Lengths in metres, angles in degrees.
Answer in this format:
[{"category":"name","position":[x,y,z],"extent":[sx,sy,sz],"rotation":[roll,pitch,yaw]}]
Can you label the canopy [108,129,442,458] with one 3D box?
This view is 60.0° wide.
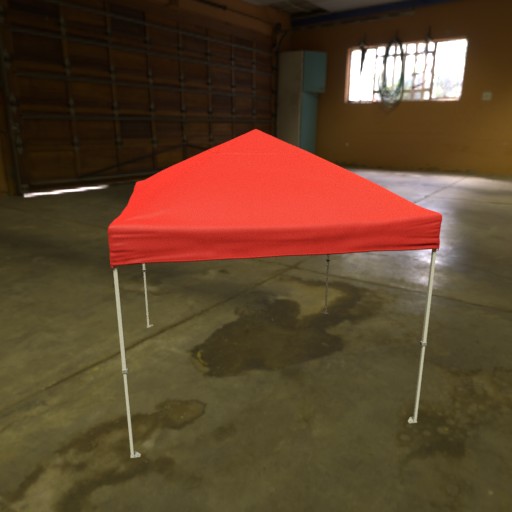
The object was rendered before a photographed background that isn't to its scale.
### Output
[{"category":"canopy","position":[0.000,0.000,5.445],"extent":[2.998,2.997,2.996],"rotation":[-3,17,-10]}]
